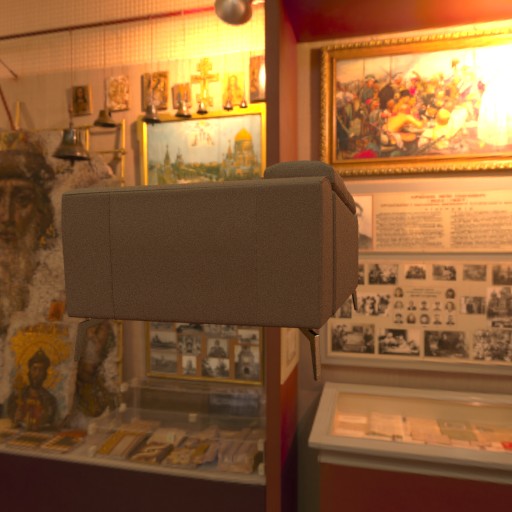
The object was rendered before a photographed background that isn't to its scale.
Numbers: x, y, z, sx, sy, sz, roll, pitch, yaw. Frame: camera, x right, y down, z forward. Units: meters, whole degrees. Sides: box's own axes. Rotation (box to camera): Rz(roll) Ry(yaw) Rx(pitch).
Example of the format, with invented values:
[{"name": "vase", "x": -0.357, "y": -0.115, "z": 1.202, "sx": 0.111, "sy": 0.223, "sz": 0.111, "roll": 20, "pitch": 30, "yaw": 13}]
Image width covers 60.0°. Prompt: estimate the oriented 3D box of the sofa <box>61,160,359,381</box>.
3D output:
[{"name": "sofa", "x": 0.000, "y": 0.000, "z": 2.408, "sx": 1.003, "sy": 0.779, "sz": 1.895, "roll": 0, "pitch": 0, "yaw": 16}]
